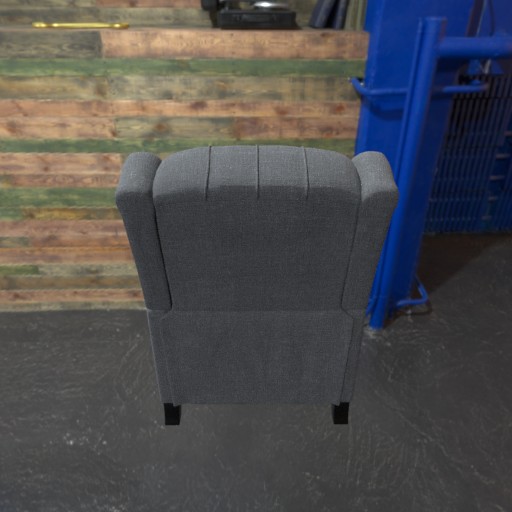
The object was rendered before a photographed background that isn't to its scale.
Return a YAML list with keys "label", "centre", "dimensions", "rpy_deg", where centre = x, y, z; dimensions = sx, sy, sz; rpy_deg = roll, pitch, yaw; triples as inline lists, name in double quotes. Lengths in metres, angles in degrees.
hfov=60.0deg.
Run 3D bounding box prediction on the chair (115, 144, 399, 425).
- label: "chair"
  centre: [0.000, 0.000, 1.635]
  dimensions: [0.742, 1.035, 0.898]
  rpy_deg: [0, 31, 0]
